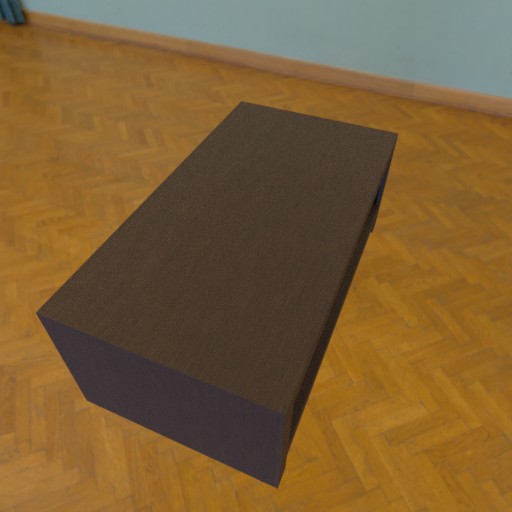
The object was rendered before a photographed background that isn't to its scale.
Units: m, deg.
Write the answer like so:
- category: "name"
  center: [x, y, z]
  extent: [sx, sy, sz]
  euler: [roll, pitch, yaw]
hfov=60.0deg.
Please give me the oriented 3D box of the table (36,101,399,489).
- category: "table"
  center: [0.000, 0.000, 1.412]
  extent: [0.597, 0.424, 1.099]
  euler: [17, 48, 16]
